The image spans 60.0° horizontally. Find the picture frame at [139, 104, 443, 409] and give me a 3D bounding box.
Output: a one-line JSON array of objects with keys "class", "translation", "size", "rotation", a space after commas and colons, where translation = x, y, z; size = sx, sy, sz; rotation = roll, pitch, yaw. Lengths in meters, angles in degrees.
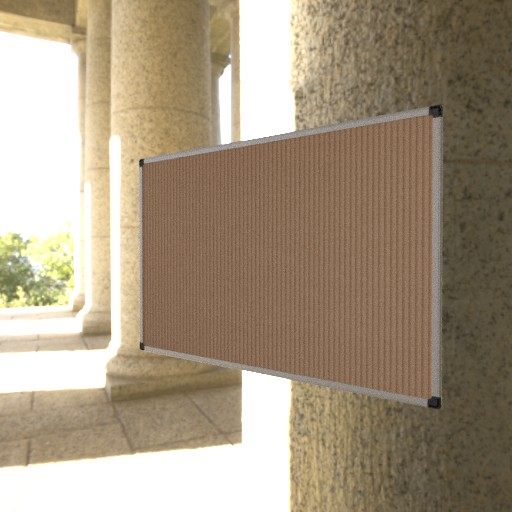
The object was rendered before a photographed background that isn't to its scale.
[{"class": "picture frame", "translation": [0.000, 0.000, 1.132], "size": [0.900, 0.600, 0.010], "rotation": [1, 1, 36]}]
